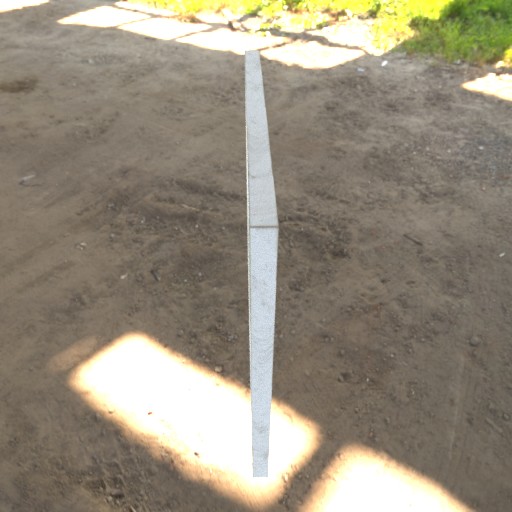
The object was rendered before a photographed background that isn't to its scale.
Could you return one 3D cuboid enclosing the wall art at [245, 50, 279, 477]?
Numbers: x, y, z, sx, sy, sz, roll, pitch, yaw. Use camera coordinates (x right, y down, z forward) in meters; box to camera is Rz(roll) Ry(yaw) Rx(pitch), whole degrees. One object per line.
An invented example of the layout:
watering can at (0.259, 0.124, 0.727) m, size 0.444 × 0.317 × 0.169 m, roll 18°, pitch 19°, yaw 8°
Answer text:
wall art at (0.000, 0.000, 1.111) m, size 0.038 × 0.757 × 0.760 m, roll -1°, pitch 41°, yaw -1°
